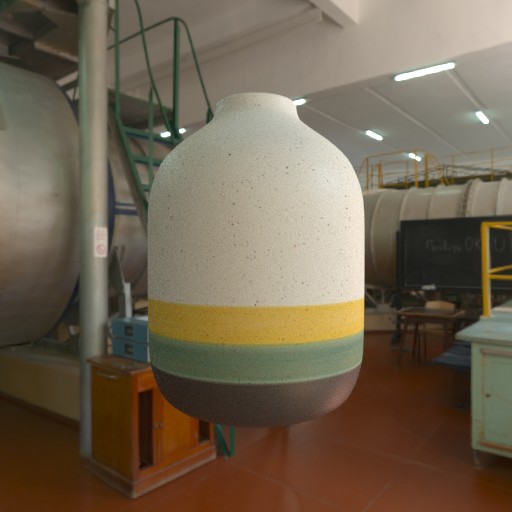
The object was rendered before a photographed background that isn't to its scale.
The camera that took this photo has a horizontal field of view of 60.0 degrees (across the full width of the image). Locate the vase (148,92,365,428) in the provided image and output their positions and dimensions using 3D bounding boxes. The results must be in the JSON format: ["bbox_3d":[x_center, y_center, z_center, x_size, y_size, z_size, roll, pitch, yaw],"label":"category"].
[{"bbox_3d":[0.000,0.000,0.356,0.169,0.240,0.169,0,1,0],"label":"vase"}]
